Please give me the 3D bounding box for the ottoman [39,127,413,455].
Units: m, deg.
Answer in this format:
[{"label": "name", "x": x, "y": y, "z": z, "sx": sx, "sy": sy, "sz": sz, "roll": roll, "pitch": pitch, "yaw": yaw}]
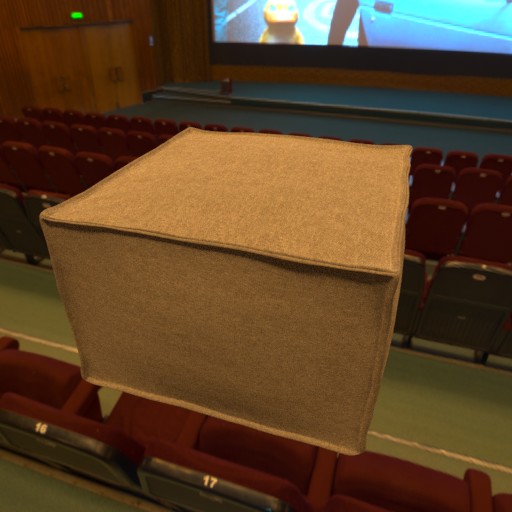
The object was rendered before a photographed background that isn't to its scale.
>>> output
[{"label": "ottoman", "x": 0.000, "y": 0.000, "z": 1.131, "sx": 0.707, "sy": 0.470, "sz": 0.696, "roll": 10, "pitch": 33, "yaw": 15}]
